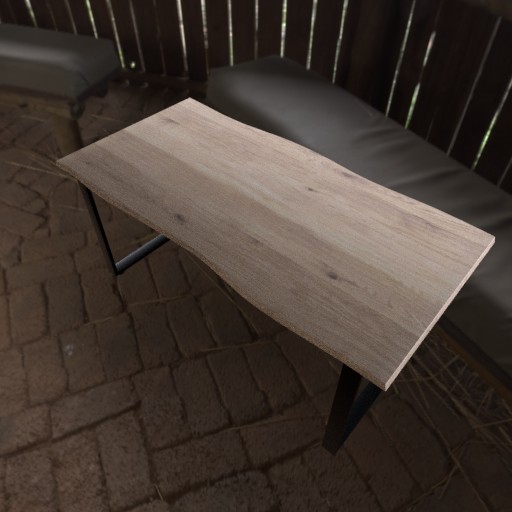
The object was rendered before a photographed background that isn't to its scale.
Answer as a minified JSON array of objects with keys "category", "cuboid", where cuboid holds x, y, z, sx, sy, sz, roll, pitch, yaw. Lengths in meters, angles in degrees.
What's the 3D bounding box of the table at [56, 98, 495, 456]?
[{"category":"table","cuboid":[0.000,0.000,2.231,1.800,0.780,0.900,32,54,28]}]
